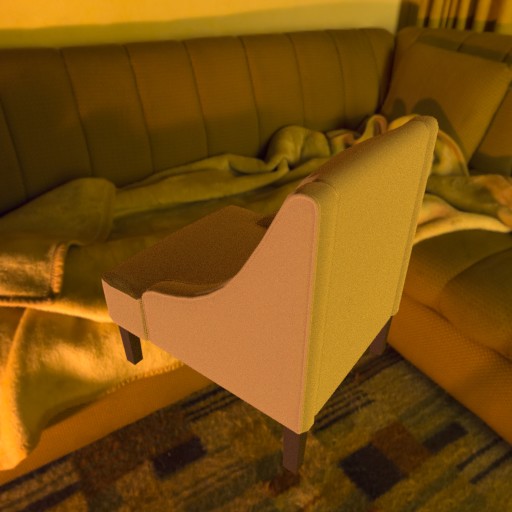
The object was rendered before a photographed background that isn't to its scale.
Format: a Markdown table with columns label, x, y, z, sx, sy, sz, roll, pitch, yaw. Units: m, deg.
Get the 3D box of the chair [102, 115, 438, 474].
| label | x | y | z | sx | sy | sz | roll | pitch | yaw |
| --- | --- | --- | --- | --- | --- | --- | --- | --- | --- |
| chair | 0.000 | 0.000 | 1.451 | 0.806 | 0.886 | 0.689 | 22 | 39 | 30 |
